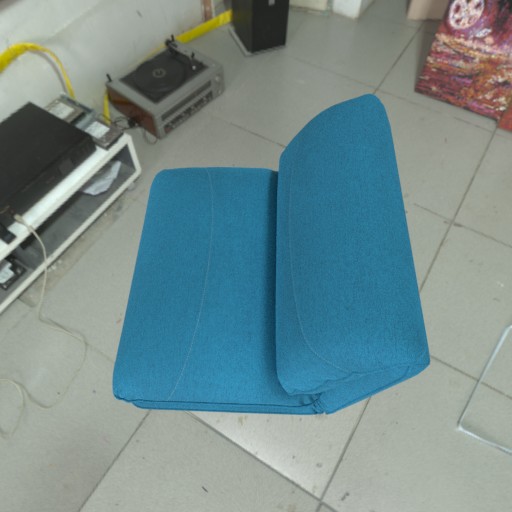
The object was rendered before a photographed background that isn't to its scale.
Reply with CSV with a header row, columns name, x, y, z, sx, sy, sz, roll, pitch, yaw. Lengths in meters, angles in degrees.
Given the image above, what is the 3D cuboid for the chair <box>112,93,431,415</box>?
name,x,y,z,sx,sy,sz,roll,pitch,yaw
chair,0.000,0.000,1.306,0.780,0.580,0.820,2,59,1
